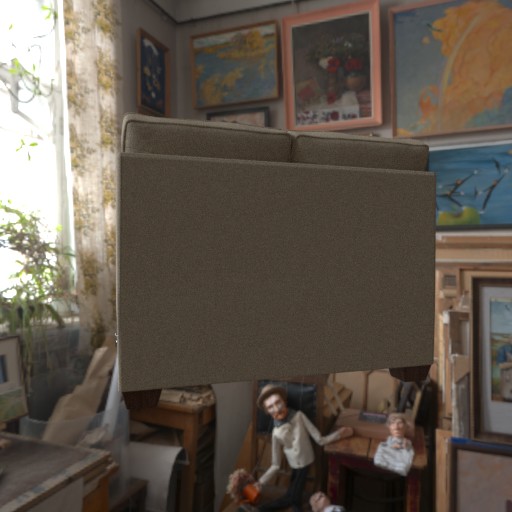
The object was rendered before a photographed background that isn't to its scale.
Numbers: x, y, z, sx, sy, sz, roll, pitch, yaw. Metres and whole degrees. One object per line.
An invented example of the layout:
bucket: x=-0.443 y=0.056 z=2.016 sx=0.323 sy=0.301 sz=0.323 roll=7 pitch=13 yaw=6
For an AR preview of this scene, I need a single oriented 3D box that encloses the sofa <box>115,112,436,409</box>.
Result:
sofa: x=0.000 y=0.000 z=2.042 sx=1.237 sy=1.008 sz=0.951 roll=0 pitch=0 yaw=-17
